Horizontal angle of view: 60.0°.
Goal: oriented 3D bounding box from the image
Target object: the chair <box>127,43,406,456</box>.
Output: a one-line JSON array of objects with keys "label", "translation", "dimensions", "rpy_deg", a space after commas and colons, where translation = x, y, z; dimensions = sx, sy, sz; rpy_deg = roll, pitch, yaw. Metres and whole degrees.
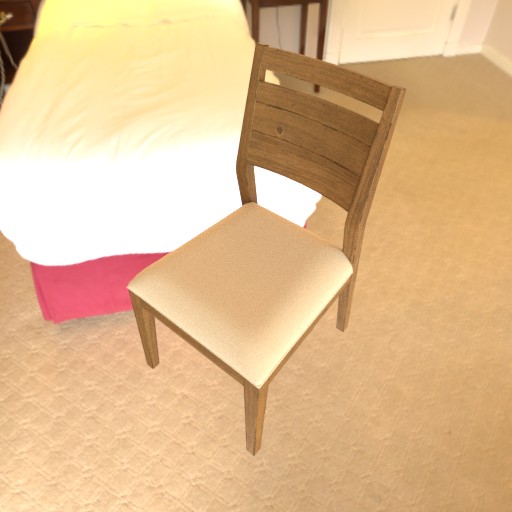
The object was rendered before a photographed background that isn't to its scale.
[{"label": "chair", "translation": [0.000, 0.000, 1.280], "dimensions": [0.497, 0.939, 0.610], "rpy_deg": [31, 53, 26]}]
